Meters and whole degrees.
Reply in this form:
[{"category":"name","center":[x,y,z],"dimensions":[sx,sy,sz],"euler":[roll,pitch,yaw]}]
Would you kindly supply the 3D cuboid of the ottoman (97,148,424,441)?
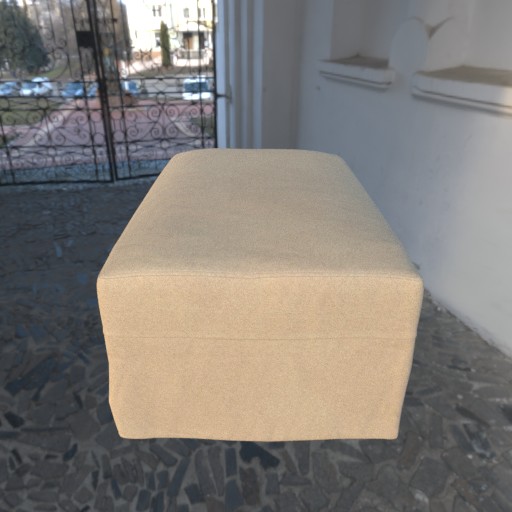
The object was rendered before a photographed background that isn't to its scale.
[{"category":"ottoman","center":[0.000,0.000,1.190],"dimensions":[0.590,0.444,0.872],"euler":[0,27,0]}]
